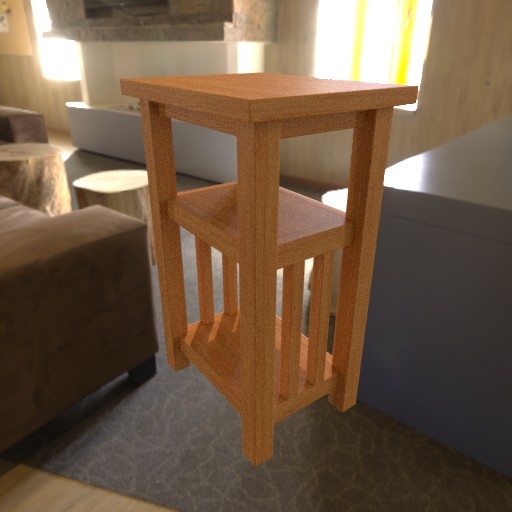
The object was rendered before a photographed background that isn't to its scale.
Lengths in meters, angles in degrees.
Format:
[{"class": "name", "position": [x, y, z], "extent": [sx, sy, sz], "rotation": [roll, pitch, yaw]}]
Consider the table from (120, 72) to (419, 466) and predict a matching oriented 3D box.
[{"class": "table", "position": [0.000, 0.000, 0.750], "extent": [0.270, 0.550, 0.350], "rotation": [-17, 31, -32]}]
